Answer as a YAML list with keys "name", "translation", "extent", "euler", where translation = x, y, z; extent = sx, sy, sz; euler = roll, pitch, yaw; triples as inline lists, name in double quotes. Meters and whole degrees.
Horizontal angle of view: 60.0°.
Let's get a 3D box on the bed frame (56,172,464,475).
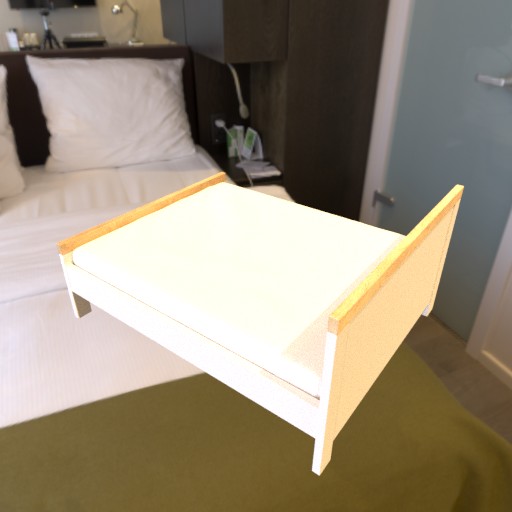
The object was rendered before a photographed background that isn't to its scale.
- name: "bed frame"
  translation: [0.000, 0.000, 3.026]
  extent: [2.050, 0.980, 1.670]
  euler: [21, 37, 31]
